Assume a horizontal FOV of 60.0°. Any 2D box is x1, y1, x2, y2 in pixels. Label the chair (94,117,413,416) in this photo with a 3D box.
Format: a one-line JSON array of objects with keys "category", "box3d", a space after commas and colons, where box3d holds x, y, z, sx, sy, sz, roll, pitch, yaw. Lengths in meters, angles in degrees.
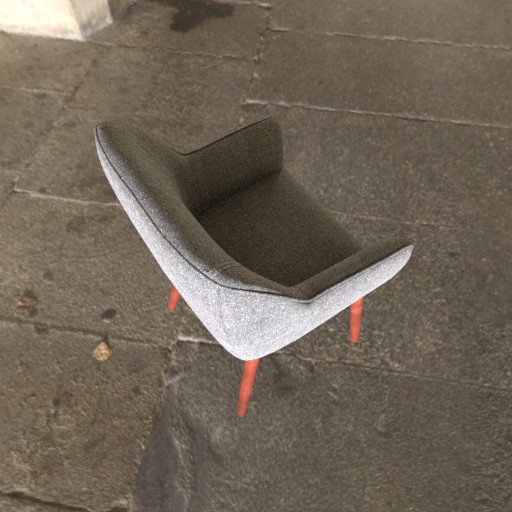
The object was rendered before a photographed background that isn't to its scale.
[{"category": "chair", "box3d": [0.000, 0.000, 1.155, 0.519, 0.803, 0.543, -30, 61, -19]}]
